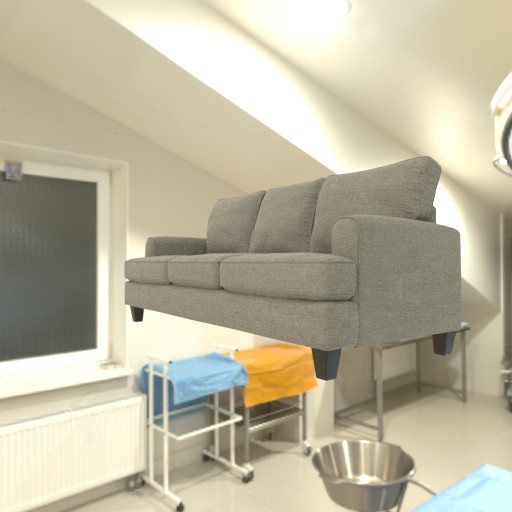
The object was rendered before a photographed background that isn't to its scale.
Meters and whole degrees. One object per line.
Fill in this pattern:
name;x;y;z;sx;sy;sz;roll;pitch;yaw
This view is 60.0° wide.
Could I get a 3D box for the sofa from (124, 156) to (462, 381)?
sofa;0.000;0.000;2.733;0.951;0.965;2.158;0;-1;-36
